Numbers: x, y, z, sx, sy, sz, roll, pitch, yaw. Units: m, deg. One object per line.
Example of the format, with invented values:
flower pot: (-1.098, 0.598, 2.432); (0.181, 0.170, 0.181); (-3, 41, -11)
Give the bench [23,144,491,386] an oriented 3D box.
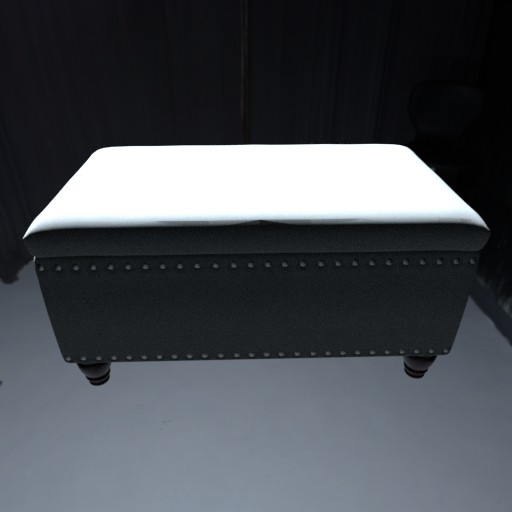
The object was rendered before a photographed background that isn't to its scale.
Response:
bench: (0.000, 0.000, 1.141); (0.887, 0.449, 0.500); (-1, 31, -1)
